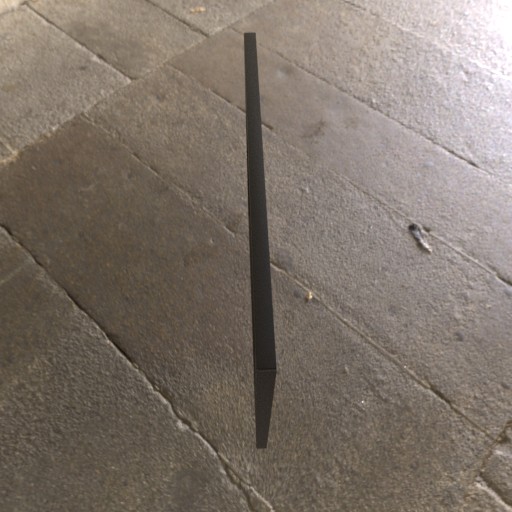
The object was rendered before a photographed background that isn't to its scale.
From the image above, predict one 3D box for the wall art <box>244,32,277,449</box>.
[{"bbox_3d":[0.000,0.000,0.727,0.018,0.450,0.521,-2,58,-1],"label":"wall art"}]
